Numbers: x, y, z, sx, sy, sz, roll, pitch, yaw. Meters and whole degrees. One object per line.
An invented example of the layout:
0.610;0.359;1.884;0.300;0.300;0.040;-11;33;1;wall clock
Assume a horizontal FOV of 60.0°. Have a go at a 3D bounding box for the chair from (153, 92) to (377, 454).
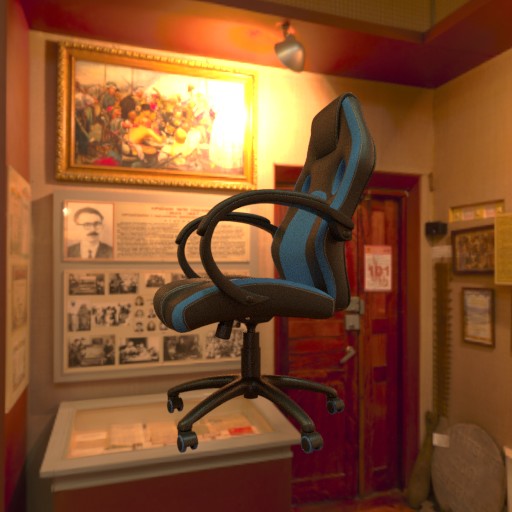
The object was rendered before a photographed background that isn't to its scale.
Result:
0.000;0.000;1.611;0.724;1.187;0.673;0;-1;-16;chair
